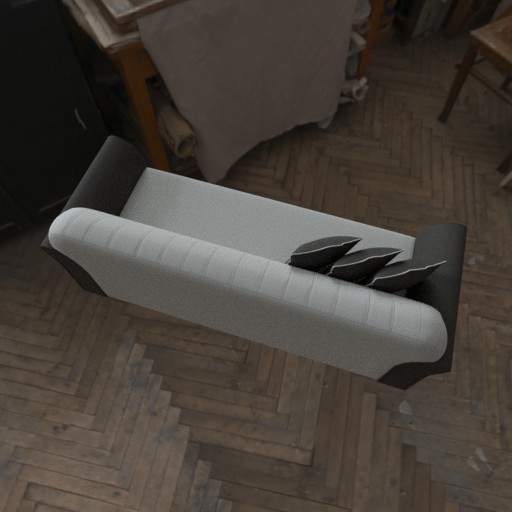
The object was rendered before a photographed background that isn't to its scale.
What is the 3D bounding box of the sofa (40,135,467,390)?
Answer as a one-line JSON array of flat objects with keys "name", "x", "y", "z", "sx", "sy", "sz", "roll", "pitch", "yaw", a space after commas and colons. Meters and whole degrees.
[{"name": "sofa", "x": 0.000, "y": 0.000, "z": 2.379, "sx": 2.001, "sy": 0.787, "sz": 0.755, "roll": 16, "pitch": 63, "yaw": 8}]
